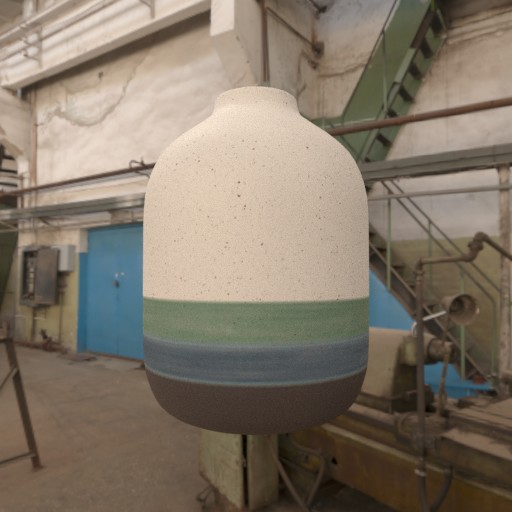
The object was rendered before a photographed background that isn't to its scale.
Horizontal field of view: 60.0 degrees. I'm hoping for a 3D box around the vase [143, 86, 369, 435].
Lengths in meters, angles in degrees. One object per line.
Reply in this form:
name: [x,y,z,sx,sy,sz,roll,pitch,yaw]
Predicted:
vase: [0.000,0.000,0.343,0.169,0.240,0.169,0,-2,0]
